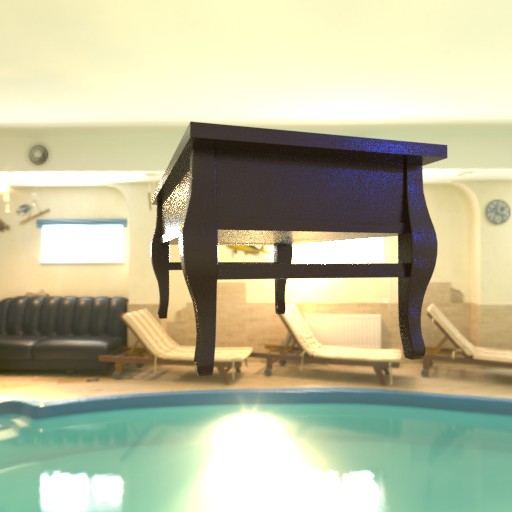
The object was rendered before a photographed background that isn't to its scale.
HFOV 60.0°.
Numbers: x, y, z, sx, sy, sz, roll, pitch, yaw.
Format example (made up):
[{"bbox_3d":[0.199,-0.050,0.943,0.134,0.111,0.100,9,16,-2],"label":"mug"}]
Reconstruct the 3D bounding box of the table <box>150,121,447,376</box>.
[{"bbox_3d":[0.000,0.000,1.423,0.600,0.494,1.062,0,-1,-17],"label":"table"}]
